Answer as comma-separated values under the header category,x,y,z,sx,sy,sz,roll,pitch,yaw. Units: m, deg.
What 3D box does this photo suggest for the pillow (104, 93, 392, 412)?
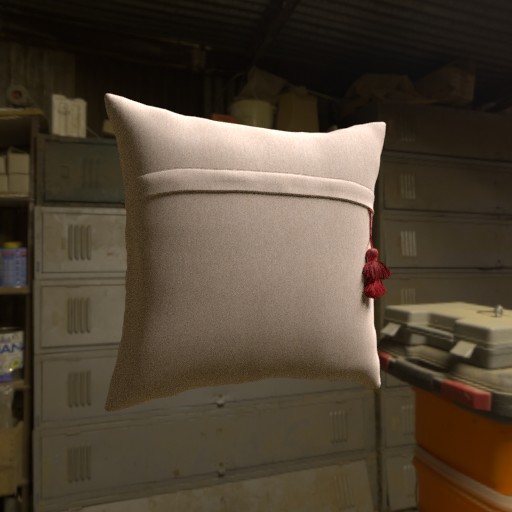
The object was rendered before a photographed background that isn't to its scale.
category,x,y,z,sx,sy,sz,roll,pitch,yaw
pillow,0.000,0.000,0.668,0.433,0.436,0.173,0,-1,-17
